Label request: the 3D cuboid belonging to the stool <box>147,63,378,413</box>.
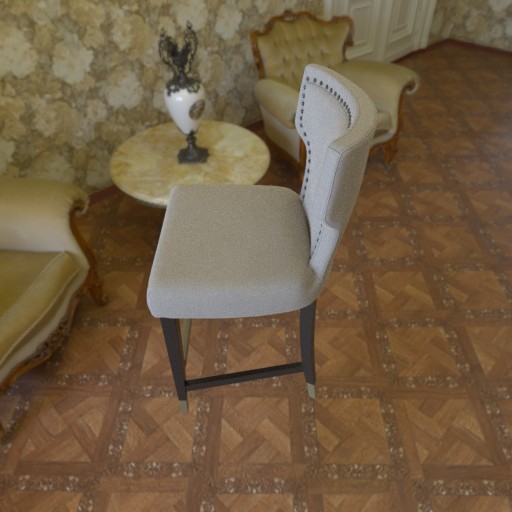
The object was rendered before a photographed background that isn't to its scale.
[{"bbox_3d":[0.000,0.000,1.360,0.563,0.982,0.527,0,41,0],"label":"stool"}]
